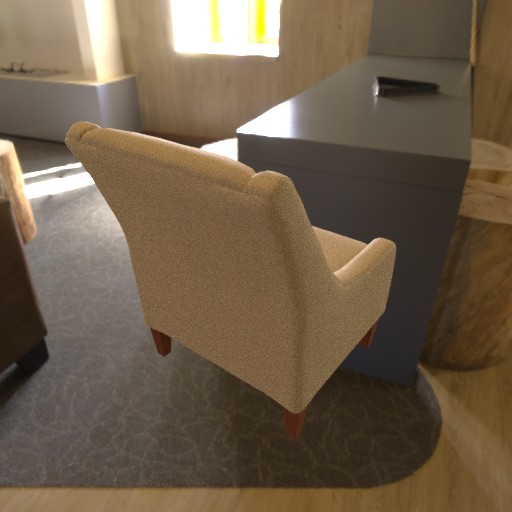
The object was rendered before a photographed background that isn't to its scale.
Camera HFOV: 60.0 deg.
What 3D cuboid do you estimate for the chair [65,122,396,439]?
[{"bbox_3d":[0.000,0.000,1.622,0.774,1.014,0.870,22,37,31],"label":"chair"}]
